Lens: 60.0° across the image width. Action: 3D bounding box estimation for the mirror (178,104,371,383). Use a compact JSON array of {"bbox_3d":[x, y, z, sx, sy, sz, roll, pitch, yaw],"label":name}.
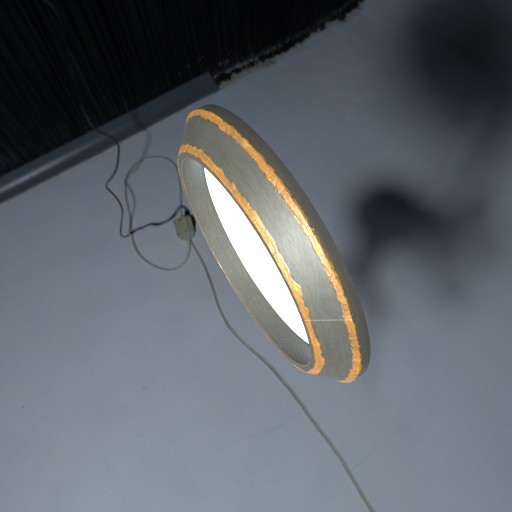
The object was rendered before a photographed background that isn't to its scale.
[{"bbox_3d":[0.000,0.000,1.350,0.111,0.907,0.907,-31,68,-14],"label":"mirror"}]
